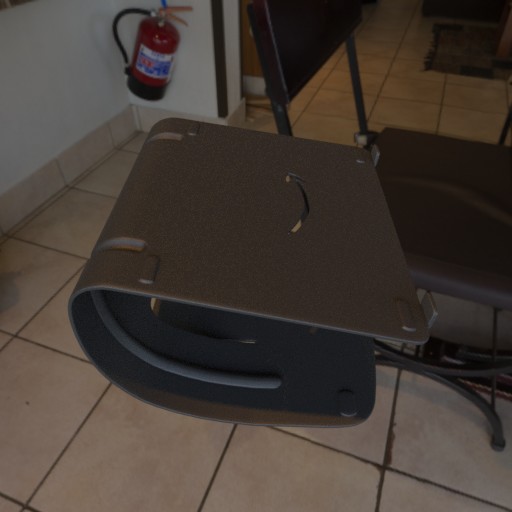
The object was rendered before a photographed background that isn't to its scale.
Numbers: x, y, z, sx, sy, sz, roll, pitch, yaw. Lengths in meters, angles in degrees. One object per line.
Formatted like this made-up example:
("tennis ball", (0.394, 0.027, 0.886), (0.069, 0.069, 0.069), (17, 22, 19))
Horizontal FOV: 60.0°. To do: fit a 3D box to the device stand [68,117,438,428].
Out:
("device stand", (0.000, 0.000, 0.401), (0.236, 0.155, 0.256), (1, 41, 1))
